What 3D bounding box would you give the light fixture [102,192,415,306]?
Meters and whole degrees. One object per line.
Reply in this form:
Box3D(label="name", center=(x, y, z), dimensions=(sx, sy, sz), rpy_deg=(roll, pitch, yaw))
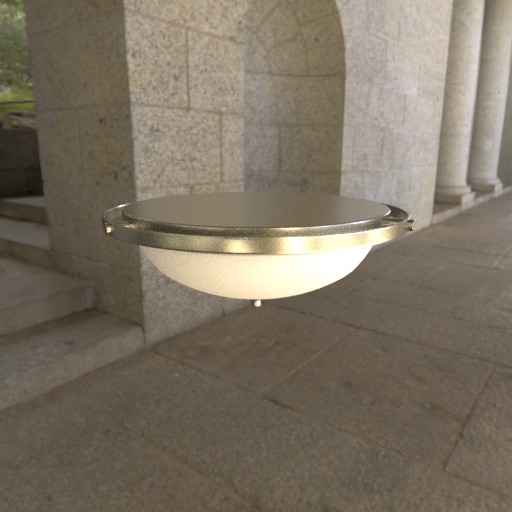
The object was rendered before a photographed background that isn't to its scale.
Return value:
Box3D(label="light fixture", center=(0.000, 0.000, 0.561), dimensions=(0.361, 0.130, 0.361), rpy_deg=(0, 14, 0))
